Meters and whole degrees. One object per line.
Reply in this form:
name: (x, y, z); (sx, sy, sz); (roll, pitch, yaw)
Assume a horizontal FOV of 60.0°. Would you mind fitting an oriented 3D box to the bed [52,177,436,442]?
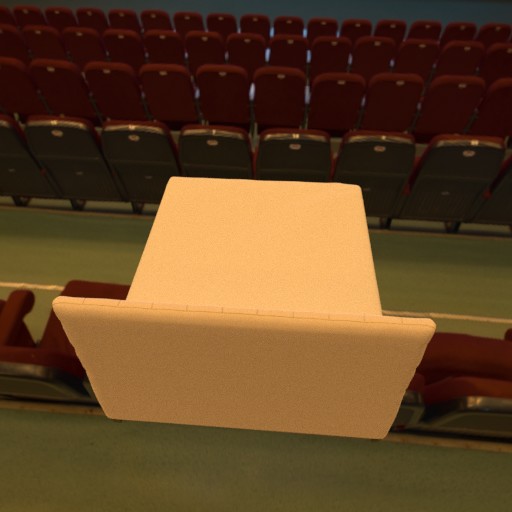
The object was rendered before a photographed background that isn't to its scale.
bed: (0.000, 0.000, 3.654); (2.078, 1.427, 2.387); (3, 45, 3)
